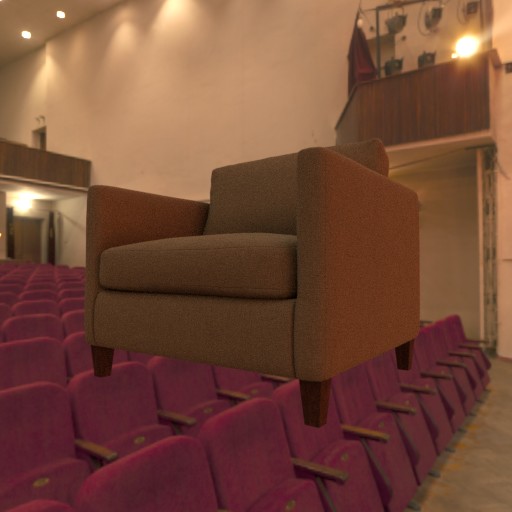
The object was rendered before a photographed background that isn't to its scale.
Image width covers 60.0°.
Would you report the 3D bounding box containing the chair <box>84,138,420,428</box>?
[{"bbox_3d":[0.000,0.000,1.845,1.107,0.963,0.959,-1,-2,35],"label":"chair"}]
